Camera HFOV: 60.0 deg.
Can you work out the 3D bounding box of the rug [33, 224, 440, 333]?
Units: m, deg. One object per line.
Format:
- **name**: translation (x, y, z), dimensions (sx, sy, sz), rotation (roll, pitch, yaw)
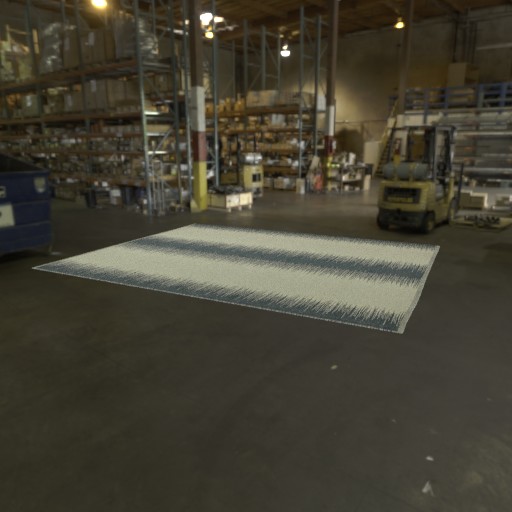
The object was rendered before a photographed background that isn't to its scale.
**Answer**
- **rug**: translation (0.000, 0.000, 4.160), dimensions (3.037, 0.004, 2.453), rotation (7, 16, 26)
